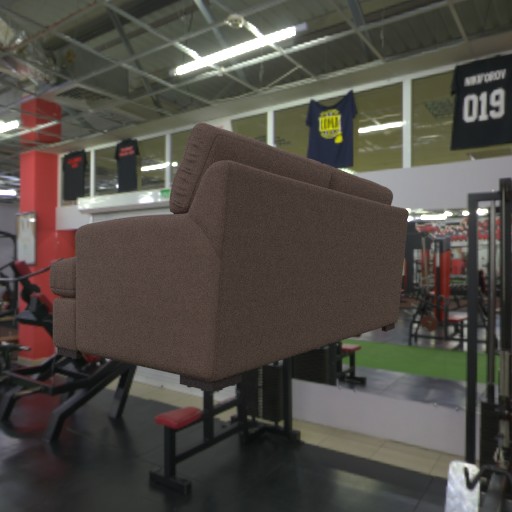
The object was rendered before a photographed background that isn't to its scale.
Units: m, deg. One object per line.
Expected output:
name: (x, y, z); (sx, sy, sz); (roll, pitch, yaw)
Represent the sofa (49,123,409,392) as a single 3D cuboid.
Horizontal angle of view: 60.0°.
sofa: (0.000, 0.000, 2.479); (1.140, 0.950, 1.869); (0, -1, 37)
